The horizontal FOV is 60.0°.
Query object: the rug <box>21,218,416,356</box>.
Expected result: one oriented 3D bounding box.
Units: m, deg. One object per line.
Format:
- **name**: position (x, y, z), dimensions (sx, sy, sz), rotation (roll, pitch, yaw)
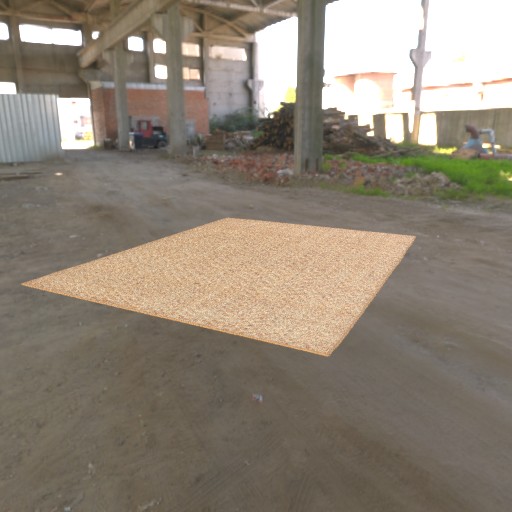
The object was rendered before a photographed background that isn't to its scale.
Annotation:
- **rug**: position (0.000, 0.000, 4.096), dimensions (2.439, 0.013, 3.048), rotation (8, 17, 26)
